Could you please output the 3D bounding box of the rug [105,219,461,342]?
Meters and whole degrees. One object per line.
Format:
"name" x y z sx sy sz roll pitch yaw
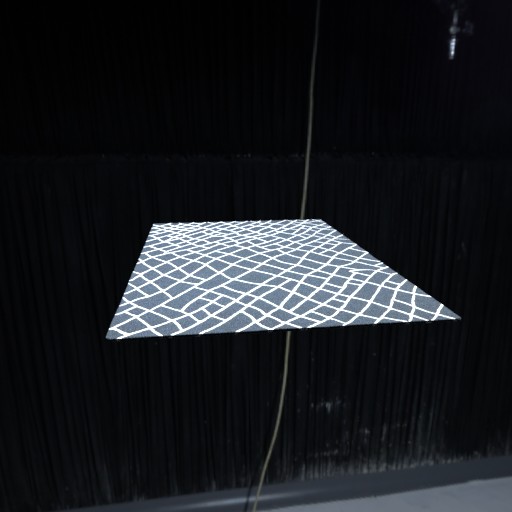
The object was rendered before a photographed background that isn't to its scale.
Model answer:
"rug" 0.000 0.000 2.350 1.223 0.013 1.830 -2 16 -7
